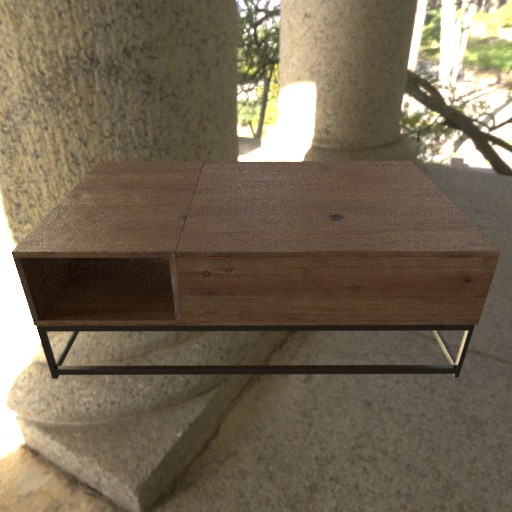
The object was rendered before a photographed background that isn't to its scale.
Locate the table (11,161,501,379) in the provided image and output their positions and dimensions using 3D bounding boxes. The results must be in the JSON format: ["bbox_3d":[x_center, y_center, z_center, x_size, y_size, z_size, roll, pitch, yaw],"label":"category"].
[{"bbox_3d":[0.000,0.000,1.372,1.101,0.395,0.655,0,30,0],"label":"table"}]
